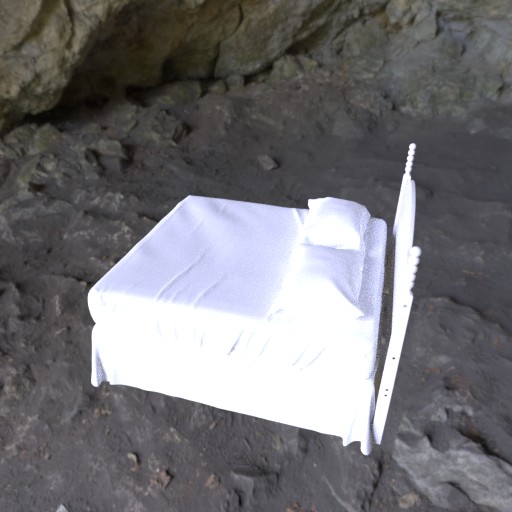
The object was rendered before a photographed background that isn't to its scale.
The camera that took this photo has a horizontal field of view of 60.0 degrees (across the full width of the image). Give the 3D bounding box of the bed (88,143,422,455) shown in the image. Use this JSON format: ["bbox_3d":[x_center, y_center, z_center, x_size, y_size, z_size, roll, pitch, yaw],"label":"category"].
[{"bbox_3d":[0.000,0.000,3.224,2.040,1.356,1.873,9,32,14],"label":"bed"}]
